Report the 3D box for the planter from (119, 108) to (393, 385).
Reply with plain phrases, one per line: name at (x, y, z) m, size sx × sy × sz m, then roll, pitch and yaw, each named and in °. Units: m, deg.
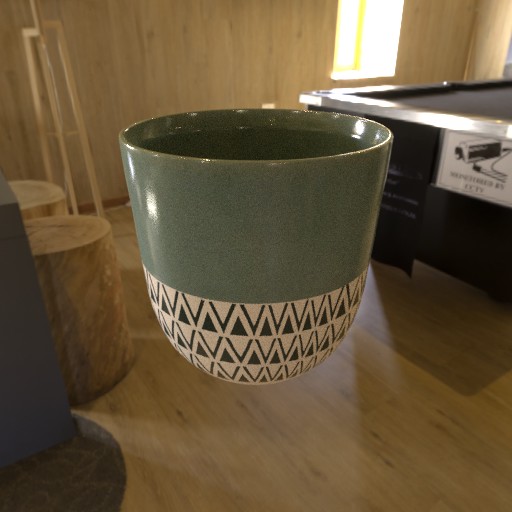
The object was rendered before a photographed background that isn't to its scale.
planter at (0.000, 0.000, 0.379) m, size 0.198 × 0.214 × 0.198 m, roll 0°, pitch 27°, yaw 0°
